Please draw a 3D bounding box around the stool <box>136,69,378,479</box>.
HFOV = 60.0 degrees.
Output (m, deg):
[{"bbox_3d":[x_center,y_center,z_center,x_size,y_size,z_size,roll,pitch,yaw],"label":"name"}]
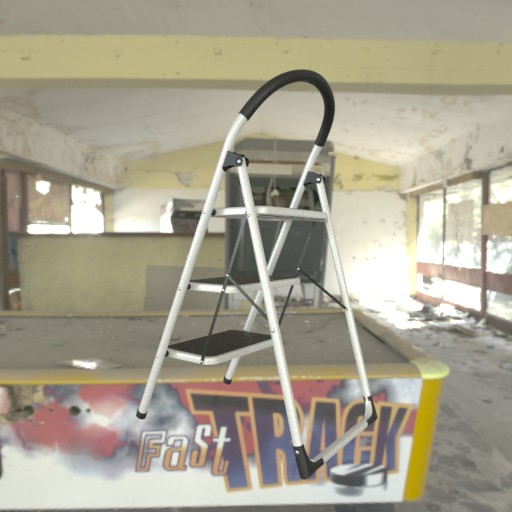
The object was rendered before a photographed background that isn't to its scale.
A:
[{"bbox_3d":[0.000,0.000,1.485,0.676,1.109,0.485,1,2,37],"label":"stool"}]
